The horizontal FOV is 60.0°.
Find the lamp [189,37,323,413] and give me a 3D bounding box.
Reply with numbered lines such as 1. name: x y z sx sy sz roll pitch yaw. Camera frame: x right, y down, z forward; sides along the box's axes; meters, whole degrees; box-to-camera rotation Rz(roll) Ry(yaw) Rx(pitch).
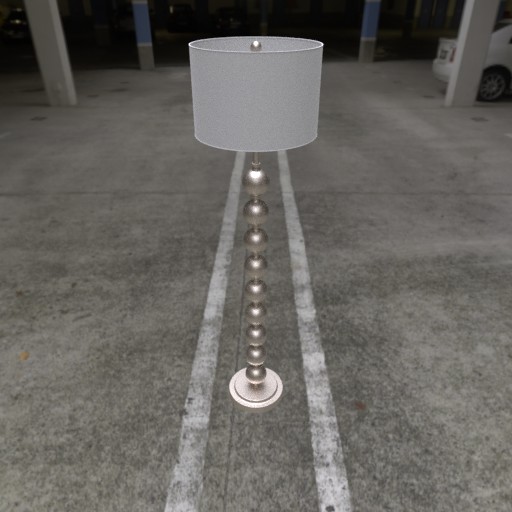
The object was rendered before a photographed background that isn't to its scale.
1. lamp: 0.000 0.000 1.681 0.394 1.474 0.394 0 31 0
